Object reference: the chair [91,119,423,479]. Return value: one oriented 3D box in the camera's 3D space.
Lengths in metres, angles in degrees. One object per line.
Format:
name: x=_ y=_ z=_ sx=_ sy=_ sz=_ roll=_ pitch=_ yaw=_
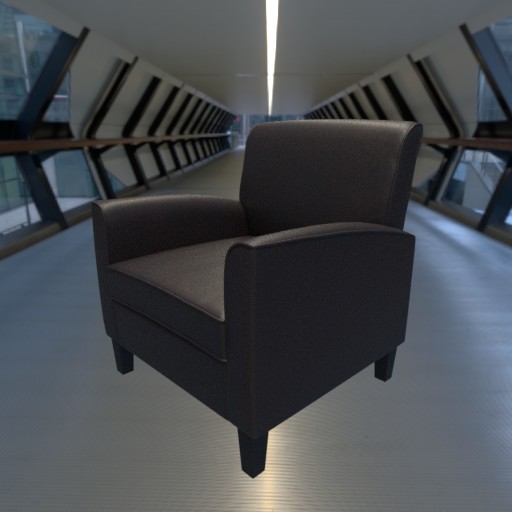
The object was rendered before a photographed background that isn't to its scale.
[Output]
chair: x=0.000 y=0.000 z=1.544 sx=0.819 sy=0.916 sz=0.820 roll=-15 pitch=22 yaw=-42
